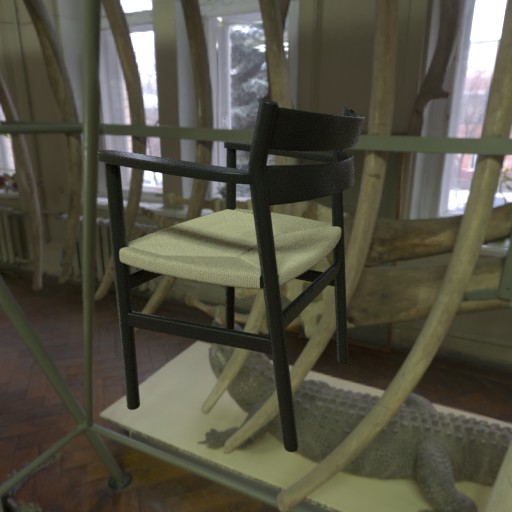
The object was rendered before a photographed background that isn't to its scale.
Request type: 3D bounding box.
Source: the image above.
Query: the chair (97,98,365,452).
[{"bbox_3d":[0.000,0.000,1.199,0.508,0.775,0.630,8,19,25],"label":"chair"}]
